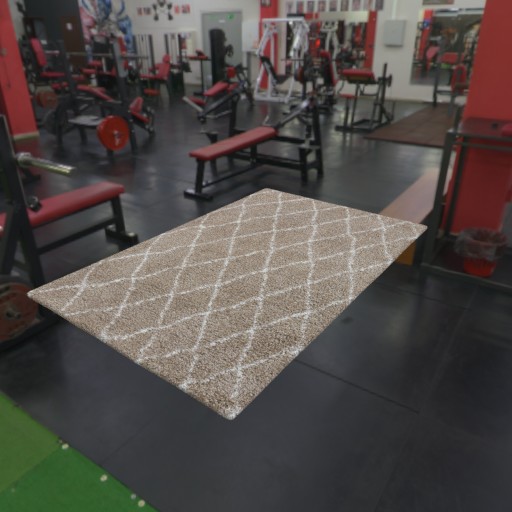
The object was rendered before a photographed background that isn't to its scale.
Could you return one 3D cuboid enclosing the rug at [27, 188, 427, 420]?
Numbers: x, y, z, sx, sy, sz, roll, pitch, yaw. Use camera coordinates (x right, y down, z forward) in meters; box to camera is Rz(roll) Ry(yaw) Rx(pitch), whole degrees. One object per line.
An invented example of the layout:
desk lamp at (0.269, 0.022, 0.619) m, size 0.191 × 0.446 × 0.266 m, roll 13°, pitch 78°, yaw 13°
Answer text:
rug at (0.000, 0.000, 3.451) m, size 1.778 × 0.030 × 2.743 m, roll 19°, pitch 33°, yaw 32°
